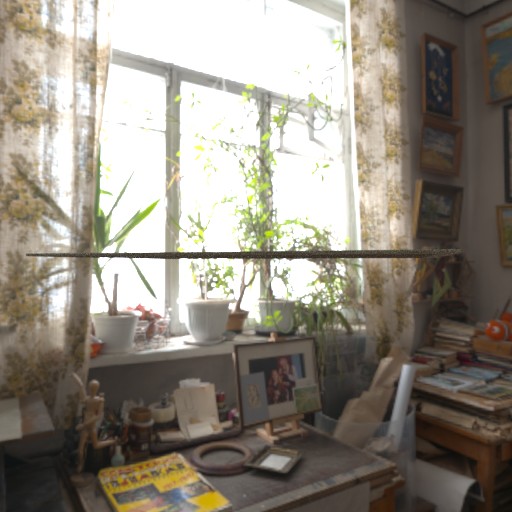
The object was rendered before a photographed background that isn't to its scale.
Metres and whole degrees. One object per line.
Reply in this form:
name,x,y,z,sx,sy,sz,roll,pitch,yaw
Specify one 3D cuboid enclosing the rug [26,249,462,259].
rug,0.000,0.000,2.908,2.297,0.018,1.532,0,-1,18
